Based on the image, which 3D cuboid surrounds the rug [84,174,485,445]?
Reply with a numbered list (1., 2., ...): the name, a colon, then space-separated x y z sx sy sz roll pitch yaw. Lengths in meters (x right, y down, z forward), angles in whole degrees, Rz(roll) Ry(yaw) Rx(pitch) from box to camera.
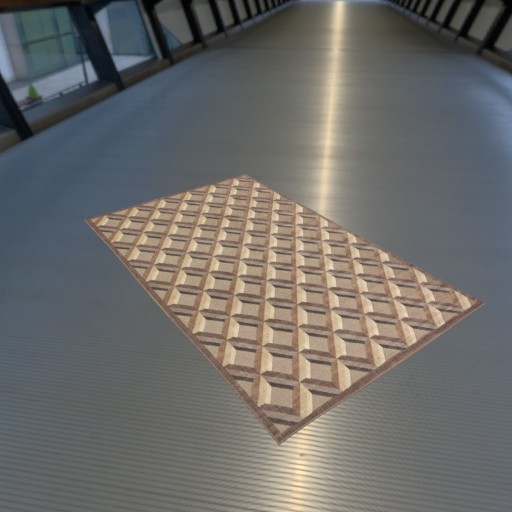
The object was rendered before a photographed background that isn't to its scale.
1. rug: 0.000 0.000 2.086 1.066 0.011 1.677 -22 39 -30
